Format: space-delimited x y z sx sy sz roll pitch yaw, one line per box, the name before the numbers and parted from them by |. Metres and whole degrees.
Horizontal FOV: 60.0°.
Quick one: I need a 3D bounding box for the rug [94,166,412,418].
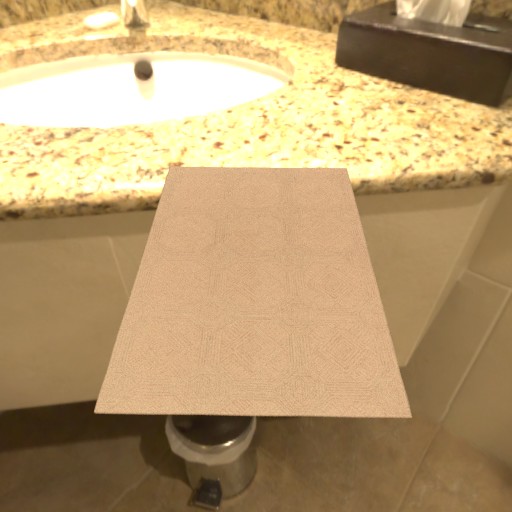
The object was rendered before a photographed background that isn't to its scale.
rug | 0.000 0.000 2.389 1.236 0.009 1.839 1 42 1
